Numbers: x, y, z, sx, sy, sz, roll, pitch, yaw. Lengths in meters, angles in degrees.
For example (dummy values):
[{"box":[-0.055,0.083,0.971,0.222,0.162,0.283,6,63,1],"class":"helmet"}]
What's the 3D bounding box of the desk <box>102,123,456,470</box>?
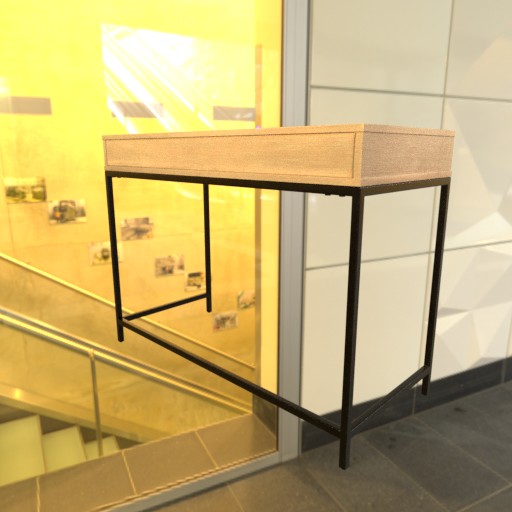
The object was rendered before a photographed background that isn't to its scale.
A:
[{"box":[0.000,0.000,1.428,1.016,0.762,0.470,13,18,42],"class":"desk"}]
